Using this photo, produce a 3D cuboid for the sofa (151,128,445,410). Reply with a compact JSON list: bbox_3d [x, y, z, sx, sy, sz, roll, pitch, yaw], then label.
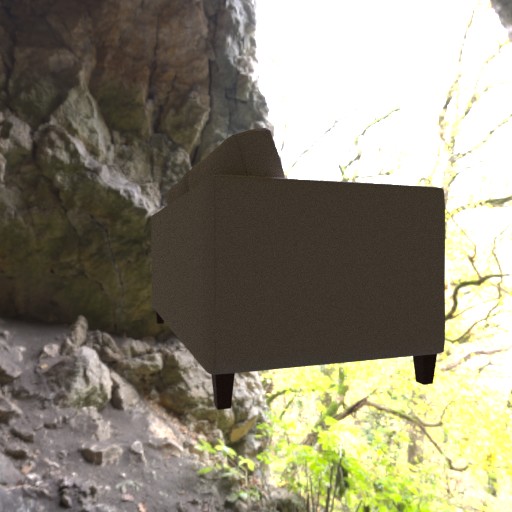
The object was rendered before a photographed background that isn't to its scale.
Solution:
[{"bbox_3d":[0.000,0.000,2.211,0.873,0.888,1.722,0,1,-19],"label":"sofa"}]
